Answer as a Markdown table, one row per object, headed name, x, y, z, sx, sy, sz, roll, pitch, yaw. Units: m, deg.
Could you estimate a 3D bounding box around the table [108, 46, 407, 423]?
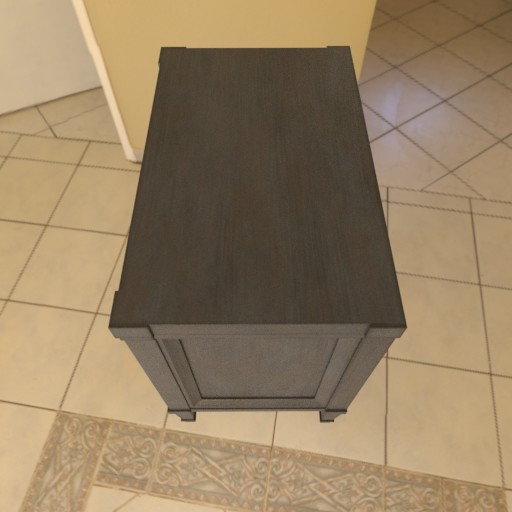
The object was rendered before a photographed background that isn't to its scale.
| name | x | y | z | sx | sy | sz | roll | pitch | yaw |
| --- | --- | --- | --- | --- | --- | --- | --- | --- | --- |
| table | 0.000 | 0.000 | 1.062 | 0.413 | 0.660 | 0.660 | 0 | 57 | 0 |
